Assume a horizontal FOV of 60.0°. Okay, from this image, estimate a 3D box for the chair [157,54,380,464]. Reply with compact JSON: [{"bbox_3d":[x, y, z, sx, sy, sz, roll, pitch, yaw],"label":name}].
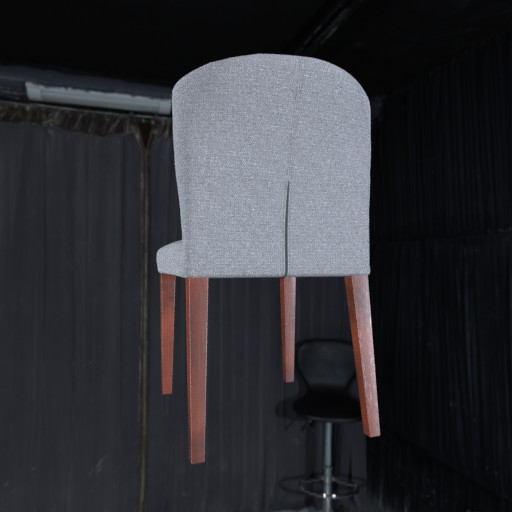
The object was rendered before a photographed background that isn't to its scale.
[{"bbox_3d":[0.000,0.000,1.193,0.491,0.839,0.589,0,-1,-19],"label":"chair"}]
